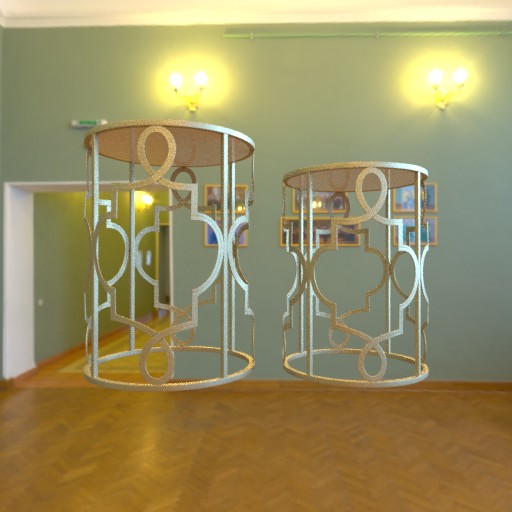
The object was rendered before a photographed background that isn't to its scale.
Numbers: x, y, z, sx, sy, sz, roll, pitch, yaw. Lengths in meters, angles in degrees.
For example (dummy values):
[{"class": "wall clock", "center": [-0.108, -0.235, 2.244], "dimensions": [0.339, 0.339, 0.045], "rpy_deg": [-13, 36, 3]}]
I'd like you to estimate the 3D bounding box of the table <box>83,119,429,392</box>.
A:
[{"class": "table", "center": [0.000, 0.000, 1.125], "dimensions": [0.846, 0.564, 0.420], "rpy_deg": [0, 0, 0]}]
